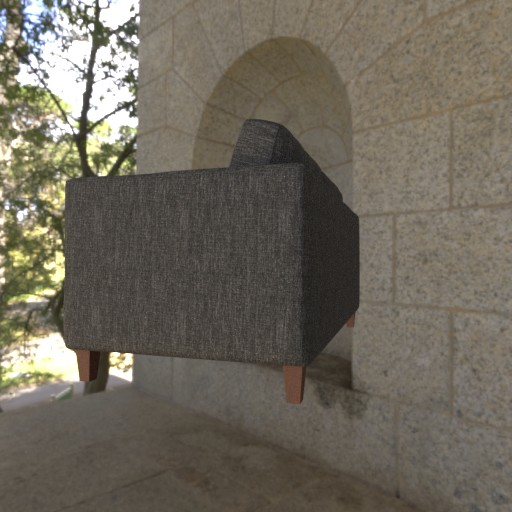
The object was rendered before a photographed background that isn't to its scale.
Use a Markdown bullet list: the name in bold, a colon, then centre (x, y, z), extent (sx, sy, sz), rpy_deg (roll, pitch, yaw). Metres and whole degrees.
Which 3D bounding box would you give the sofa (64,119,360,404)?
- **sofa**: centre (0.000, 0.000, 2.383), extent (0.950, 0.963, 1.884), rpy_deg (0, 0, 18)
